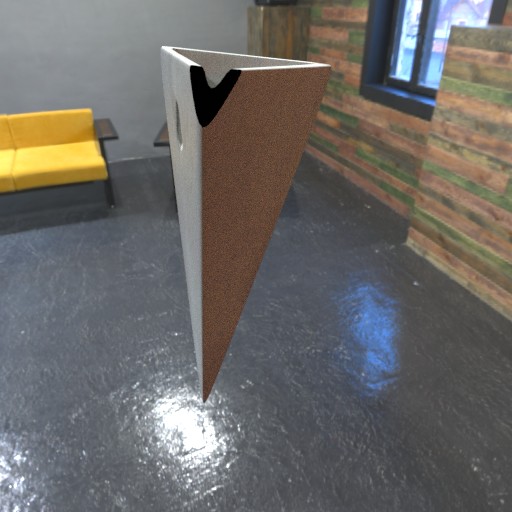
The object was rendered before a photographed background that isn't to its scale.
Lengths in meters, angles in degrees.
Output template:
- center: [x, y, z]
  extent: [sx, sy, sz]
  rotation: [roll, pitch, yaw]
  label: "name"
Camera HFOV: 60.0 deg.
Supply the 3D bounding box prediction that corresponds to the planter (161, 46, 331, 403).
- center: [0.000, 0.000, 0.155]
  extent: [0.047, 0.130, 0.058]
  rotation: [-10, 32, -16]
  label: "planter"
